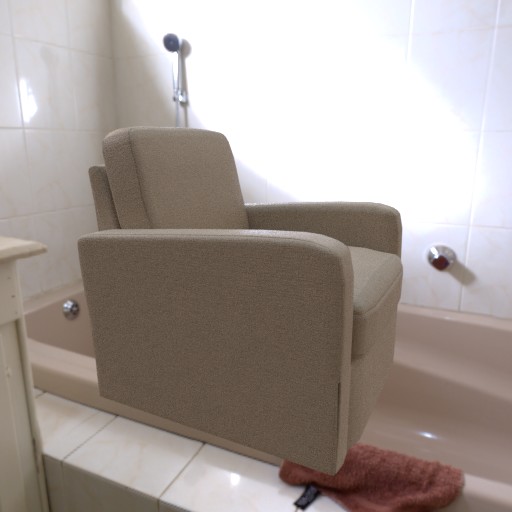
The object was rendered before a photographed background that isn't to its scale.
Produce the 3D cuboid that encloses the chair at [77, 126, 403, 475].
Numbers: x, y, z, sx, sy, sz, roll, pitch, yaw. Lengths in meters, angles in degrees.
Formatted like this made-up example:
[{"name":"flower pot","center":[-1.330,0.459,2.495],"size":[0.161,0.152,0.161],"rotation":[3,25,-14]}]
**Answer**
[{"name":"chair","center":[0.000,0.000,1.460],"size":[0.888,0.827,0.755],"rotation":[7,16,26]}]
